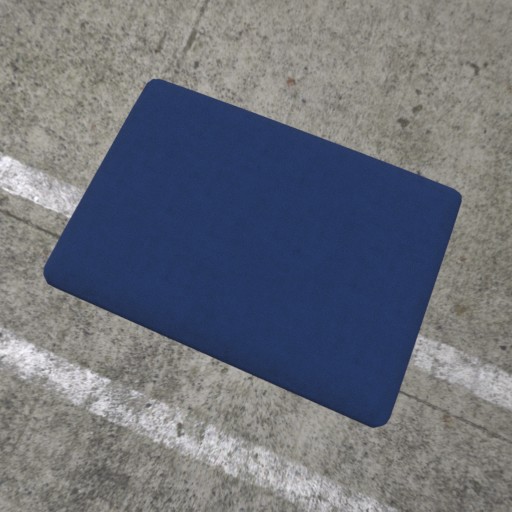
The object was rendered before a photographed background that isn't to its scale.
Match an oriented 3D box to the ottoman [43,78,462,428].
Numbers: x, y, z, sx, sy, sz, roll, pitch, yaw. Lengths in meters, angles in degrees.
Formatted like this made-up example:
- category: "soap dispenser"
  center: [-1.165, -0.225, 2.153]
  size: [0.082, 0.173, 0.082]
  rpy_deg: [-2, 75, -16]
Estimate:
- category: "ottoman"
  center: [0.000, 0.000, 1.211]
  size: [0.835, 0.498, 0.587]
  rpy_deg: [22, 77, 6]
